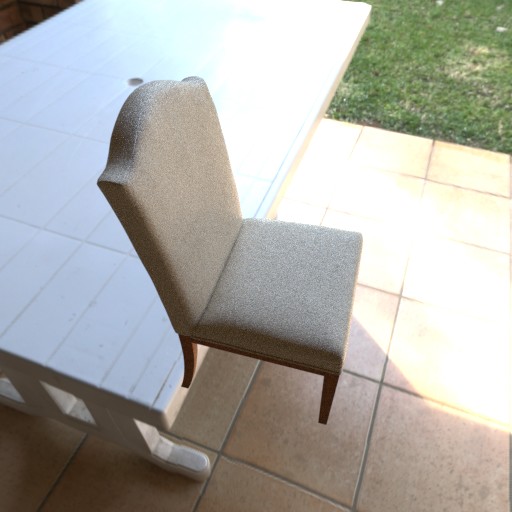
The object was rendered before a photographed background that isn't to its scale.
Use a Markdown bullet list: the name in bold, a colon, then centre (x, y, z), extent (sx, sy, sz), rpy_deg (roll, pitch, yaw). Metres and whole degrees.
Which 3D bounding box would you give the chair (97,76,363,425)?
- **chair**: centre (0.000, 0.000, 1.388), extent (0.648, 1.012, 0.534), rpy_deg (11, 48, 10)
